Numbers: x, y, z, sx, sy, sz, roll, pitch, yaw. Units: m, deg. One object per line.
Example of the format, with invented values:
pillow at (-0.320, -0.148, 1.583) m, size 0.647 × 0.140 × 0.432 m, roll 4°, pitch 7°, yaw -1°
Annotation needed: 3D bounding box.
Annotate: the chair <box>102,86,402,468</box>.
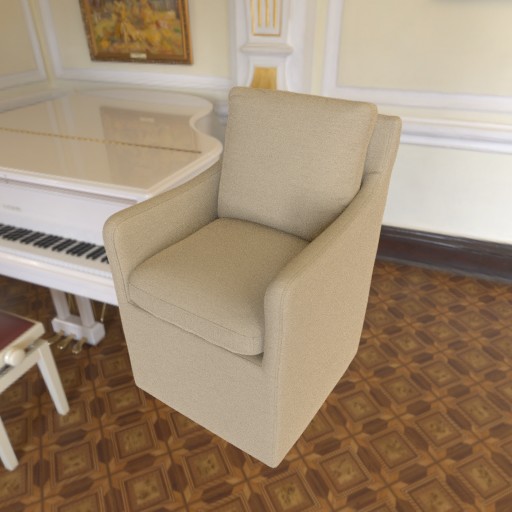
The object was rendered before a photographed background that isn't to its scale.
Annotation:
chair at (0.000, 0.000, 1.393) m, size 0.626 × 0.914 × 0.694 m, roll 19°, pitch 35°, yaw 29°
